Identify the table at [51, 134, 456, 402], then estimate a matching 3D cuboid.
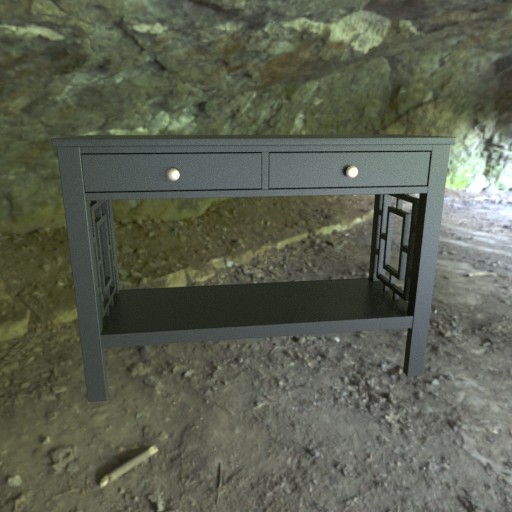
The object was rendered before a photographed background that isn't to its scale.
[{"bbox_3d":[0.000,0.000,1.442,1.068,0.753,0.397,-2,17,-8],"label":"table"}]
